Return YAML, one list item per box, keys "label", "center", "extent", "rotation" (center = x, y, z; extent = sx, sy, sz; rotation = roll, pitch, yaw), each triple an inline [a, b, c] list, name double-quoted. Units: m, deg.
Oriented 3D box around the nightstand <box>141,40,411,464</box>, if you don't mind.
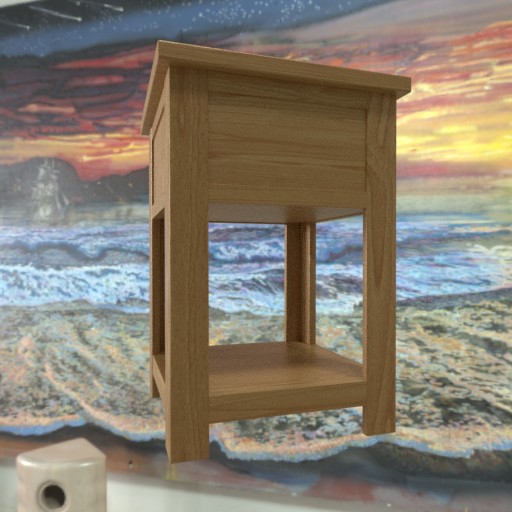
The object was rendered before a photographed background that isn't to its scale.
- label: "nightstand"
  center: [0.000, 0.000, 0.892]
  extent: [0.428, 0.614, 0.418]
  rotation: [0, 0, -18]
